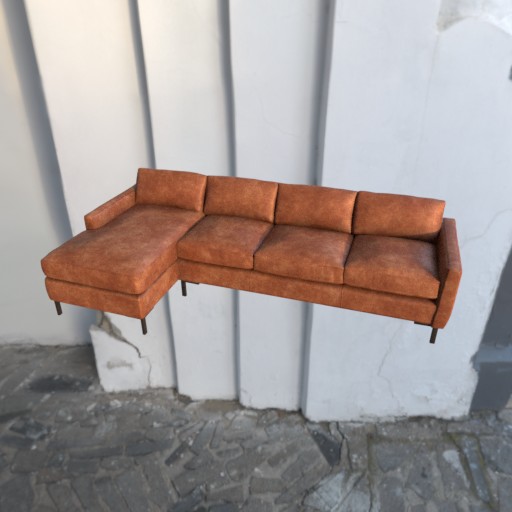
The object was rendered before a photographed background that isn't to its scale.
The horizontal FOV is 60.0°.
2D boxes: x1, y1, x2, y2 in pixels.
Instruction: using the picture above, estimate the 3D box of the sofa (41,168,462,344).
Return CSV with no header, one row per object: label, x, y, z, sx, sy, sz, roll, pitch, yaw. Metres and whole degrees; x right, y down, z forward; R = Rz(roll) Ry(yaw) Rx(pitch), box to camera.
sofa,0.000,0.000,3.552,2.993,0.859,1.471,9,30,16
